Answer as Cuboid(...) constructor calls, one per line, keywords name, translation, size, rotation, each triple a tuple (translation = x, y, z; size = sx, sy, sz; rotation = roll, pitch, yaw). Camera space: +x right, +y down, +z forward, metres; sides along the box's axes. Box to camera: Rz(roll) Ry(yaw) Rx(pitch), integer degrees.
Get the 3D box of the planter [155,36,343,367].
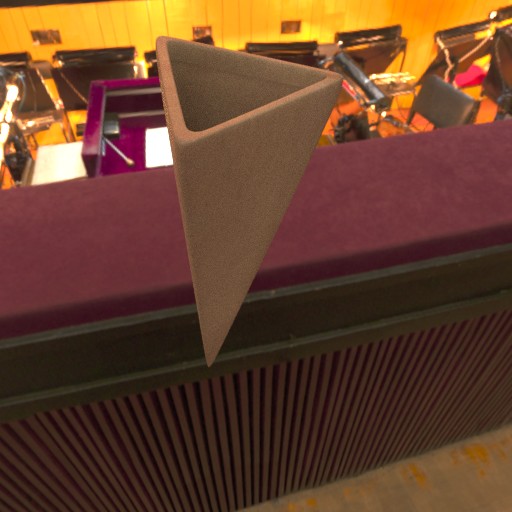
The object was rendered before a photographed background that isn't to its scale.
Cuboid(name="planter", translation=(0.000, 0.000, 0.267), size=(0.081, 0.224, 0.101), rotation=(-9, 46, -9))
